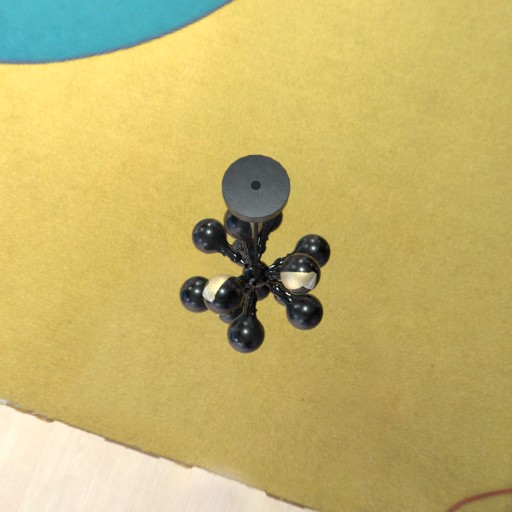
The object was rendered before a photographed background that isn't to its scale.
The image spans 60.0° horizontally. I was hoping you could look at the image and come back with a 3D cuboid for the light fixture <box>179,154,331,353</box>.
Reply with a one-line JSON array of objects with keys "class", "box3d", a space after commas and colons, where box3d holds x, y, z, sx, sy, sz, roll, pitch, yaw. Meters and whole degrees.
[{"class": "light fixture", "box3d": [0.000, 0.000, 1.122, 0.468, 0.859, 0.420, -20, 76, -5]}]
